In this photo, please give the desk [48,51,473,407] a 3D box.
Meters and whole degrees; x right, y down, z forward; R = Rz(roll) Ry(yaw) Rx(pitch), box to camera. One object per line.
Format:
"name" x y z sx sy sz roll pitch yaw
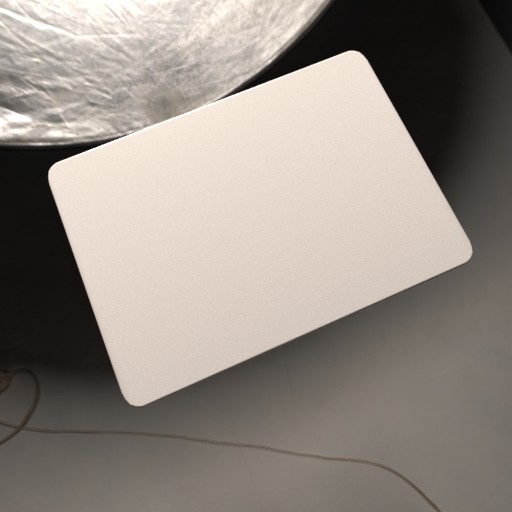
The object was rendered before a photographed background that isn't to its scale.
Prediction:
"desk" 0.000 0.000 1.321 0.762 0.800 0.549 -23 78 -5
